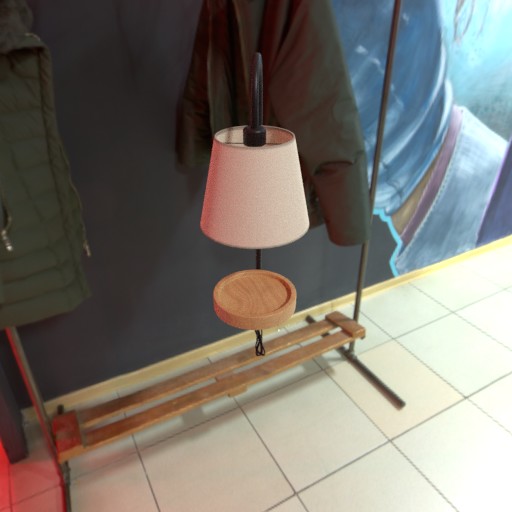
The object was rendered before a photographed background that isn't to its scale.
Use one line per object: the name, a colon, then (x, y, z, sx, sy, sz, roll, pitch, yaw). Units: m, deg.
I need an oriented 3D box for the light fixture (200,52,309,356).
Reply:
light fixture: (0.000, 0.000, 0.986, 0.220, 0.821, 0.299, 2, 31, 3)
